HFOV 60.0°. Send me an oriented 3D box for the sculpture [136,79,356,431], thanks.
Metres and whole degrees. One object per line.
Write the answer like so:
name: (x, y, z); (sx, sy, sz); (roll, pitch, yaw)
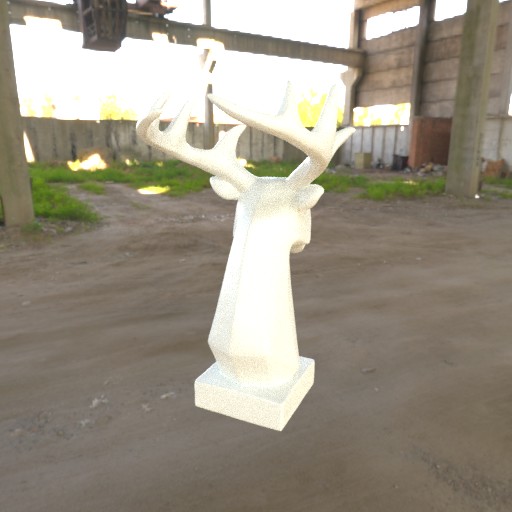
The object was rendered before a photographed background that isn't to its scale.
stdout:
sculpture: (0.000, 0.000, 0.463); (0.174, 0.329, 0.224); (7, 16, 25)
